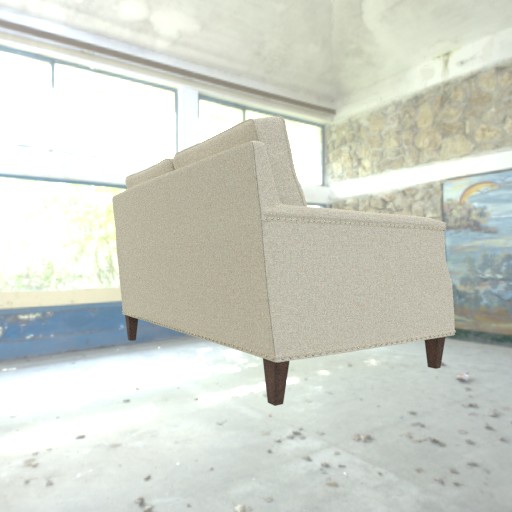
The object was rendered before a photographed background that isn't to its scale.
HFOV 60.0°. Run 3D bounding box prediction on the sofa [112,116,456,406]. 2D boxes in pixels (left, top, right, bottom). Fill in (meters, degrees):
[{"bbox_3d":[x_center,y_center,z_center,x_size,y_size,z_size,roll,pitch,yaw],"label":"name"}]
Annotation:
[{"bbox_3d":[0.000,0.000,2.307,1.084,1.003,1.597,0,-1,-34],"label":"sofa"}]
